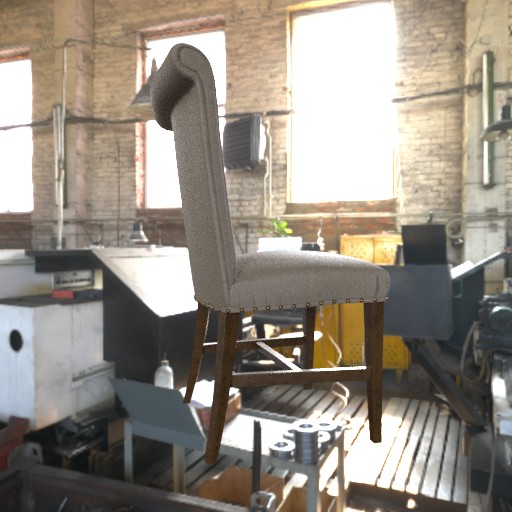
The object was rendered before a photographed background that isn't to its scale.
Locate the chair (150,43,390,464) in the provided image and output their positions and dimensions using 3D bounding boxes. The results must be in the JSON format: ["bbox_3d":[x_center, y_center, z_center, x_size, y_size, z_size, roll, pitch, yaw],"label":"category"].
[{"bbox_3d":[0.000,0.000,1.320,0.608,0.988,0.513,0,1,-17],"label":"chair"}]
